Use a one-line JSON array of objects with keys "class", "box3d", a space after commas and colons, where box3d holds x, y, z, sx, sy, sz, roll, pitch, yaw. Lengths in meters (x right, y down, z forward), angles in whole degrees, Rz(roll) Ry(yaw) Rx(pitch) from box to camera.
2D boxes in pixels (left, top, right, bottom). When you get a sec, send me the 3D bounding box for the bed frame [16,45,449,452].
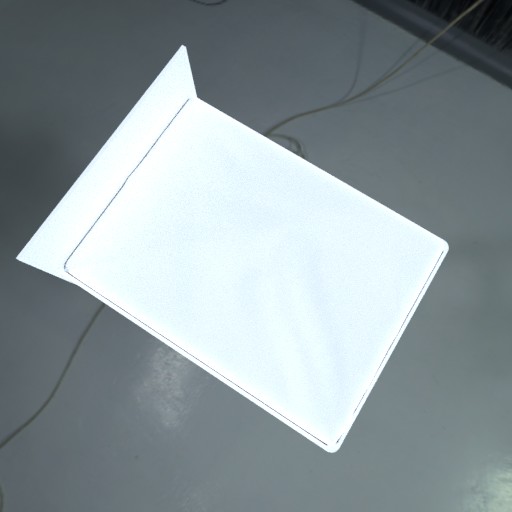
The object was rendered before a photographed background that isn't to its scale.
[{"class": "bed frame", "box3d": [0.000, 0.000, 2.671, 1.950, 0.800, 1.490, 32, 79, 7]}]
